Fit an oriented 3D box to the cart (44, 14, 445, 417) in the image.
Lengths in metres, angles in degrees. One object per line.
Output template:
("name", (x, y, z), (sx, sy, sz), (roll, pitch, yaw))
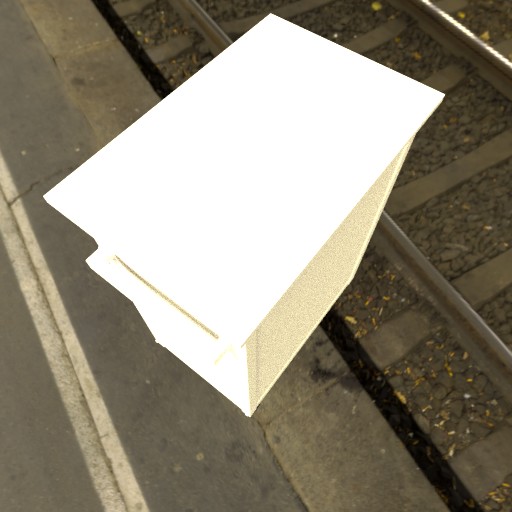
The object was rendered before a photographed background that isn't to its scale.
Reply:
("cart", (0.000, 0.000, 1.212), (0.442, 0.864, 0.683), (34, 66, 17))
